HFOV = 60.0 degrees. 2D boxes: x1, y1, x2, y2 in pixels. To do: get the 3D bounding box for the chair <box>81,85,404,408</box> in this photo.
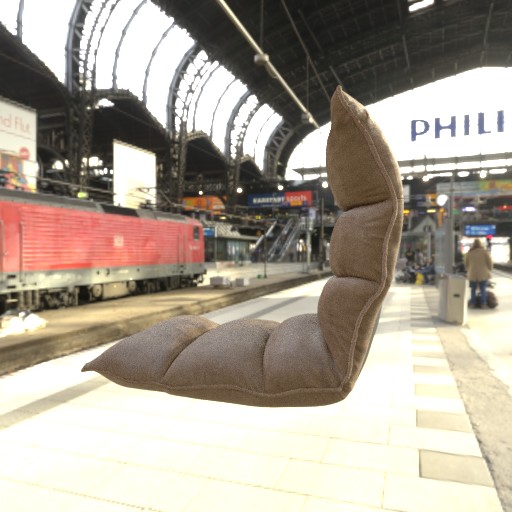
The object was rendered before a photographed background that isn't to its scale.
[{"bbox_3d":[0.000,0.000,1.582,0.985,0.892,0.714,0,1,17],"label":"chair"}]
